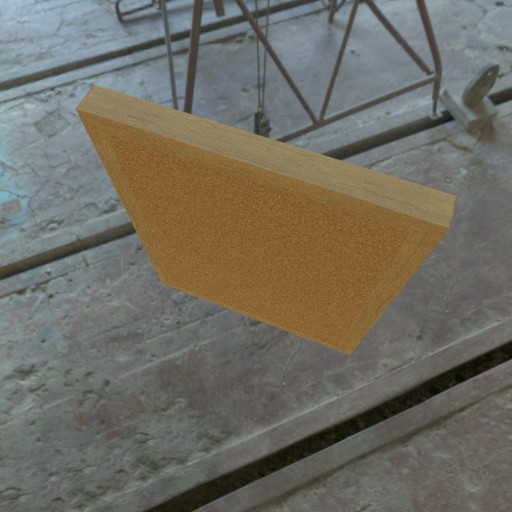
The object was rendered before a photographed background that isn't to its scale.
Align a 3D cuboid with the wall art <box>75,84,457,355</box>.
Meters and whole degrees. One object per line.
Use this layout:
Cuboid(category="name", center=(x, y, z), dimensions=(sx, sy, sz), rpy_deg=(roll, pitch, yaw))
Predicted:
Cuboid(category="wall art", center=(0.000, 0.000, 0.520), dimensions=(0.312, 0.380, 0.030), rpy_deg=(20, 65, 9))
